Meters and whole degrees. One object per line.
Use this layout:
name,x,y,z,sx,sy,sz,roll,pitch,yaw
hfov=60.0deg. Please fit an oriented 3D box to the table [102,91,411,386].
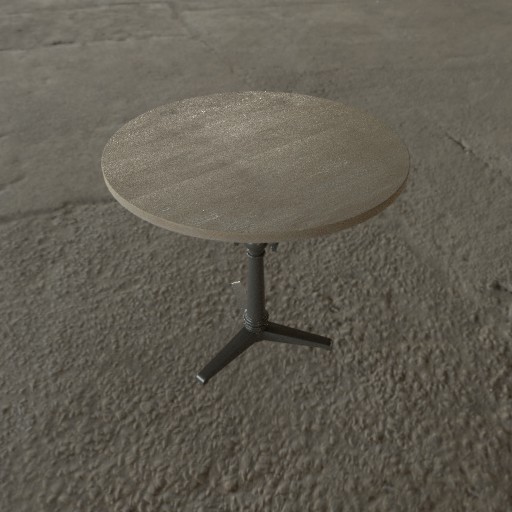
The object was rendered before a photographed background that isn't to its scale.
table,0.000,0.000,1.435,0.800,0.780,0.800,0,40,0
